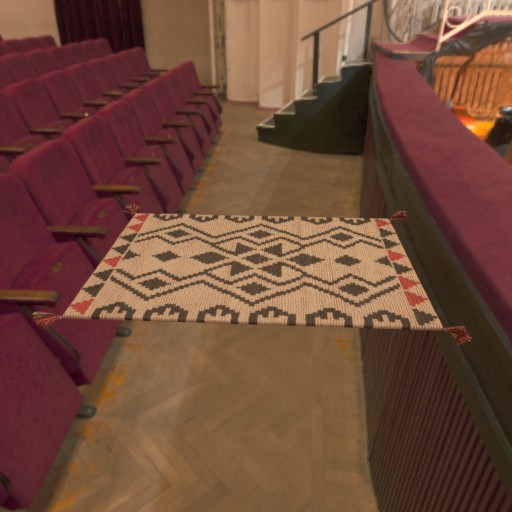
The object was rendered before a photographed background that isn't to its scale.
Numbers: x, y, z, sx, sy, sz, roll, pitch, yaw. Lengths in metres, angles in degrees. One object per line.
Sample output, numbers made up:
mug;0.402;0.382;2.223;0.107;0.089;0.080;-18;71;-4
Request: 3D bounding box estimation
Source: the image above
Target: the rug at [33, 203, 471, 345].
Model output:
rug;0.000;0.000;2.639;2.069;0.067;1.444;2;29;3
